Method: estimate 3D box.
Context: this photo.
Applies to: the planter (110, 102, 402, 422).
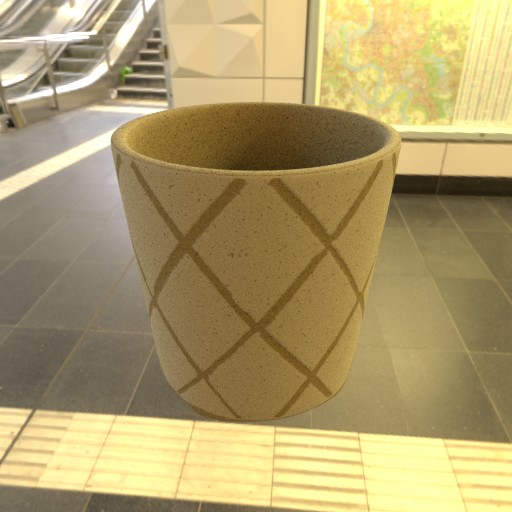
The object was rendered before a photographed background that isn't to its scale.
[{"bbox_3d":[0.000,0.000,0.349,0.191,0.199,0.191,0,30,0],"label":"planter"}]
